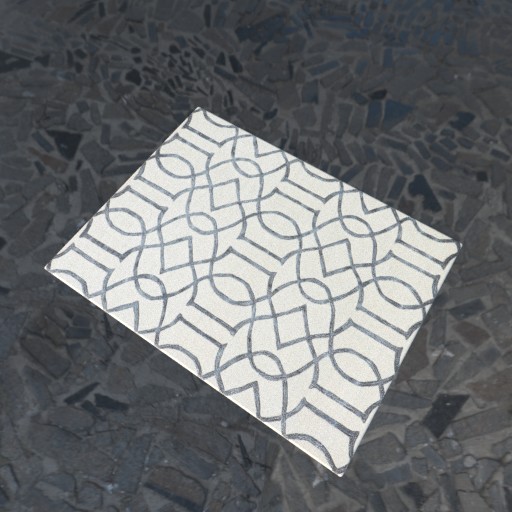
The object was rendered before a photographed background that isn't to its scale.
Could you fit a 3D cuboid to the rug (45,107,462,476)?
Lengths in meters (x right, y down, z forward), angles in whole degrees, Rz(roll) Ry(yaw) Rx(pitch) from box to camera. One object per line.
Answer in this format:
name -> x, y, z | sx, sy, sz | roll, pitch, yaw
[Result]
rug -> 0.000, 0.000, 3.858 | 2.910, 0.021, 2.211 | 31, 68, 14
